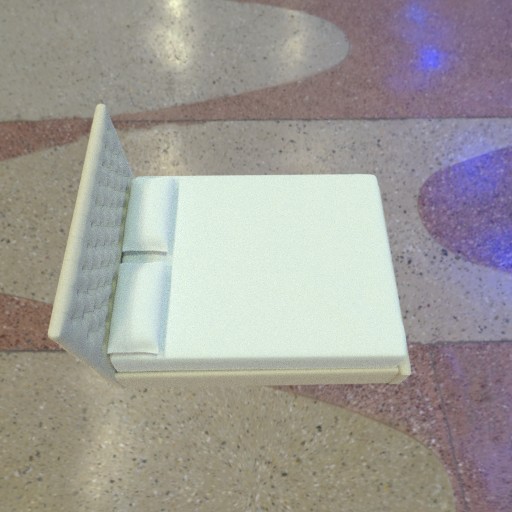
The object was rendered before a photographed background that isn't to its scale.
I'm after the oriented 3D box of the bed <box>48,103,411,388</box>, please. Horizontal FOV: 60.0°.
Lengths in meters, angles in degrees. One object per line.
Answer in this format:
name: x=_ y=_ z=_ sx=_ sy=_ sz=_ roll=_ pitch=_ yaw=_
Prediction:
bed: x=0.000 y=0.000 z=3.318 sx=2.233 sy=1.426 sz=1.696 roll=-1 pitch=62 yaw=0
